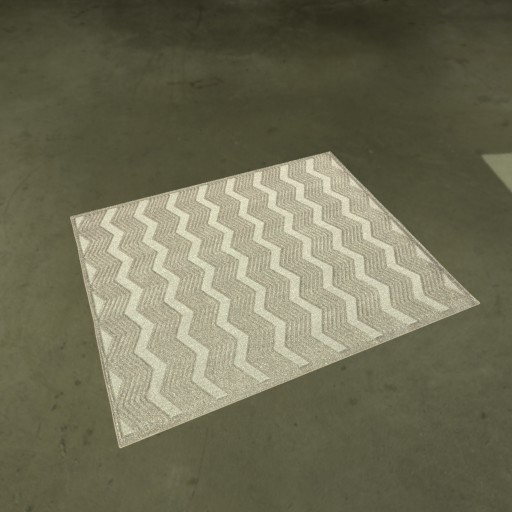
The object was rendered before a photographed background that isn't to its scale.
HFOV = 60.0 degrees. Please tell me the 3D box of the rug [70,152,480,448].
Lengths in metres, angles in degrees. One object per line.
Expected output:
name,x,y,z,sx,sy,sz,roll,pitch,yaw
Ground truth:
rug,0.000,0.000,3.913,2.880,0.005,2.391,-17,48,-16
